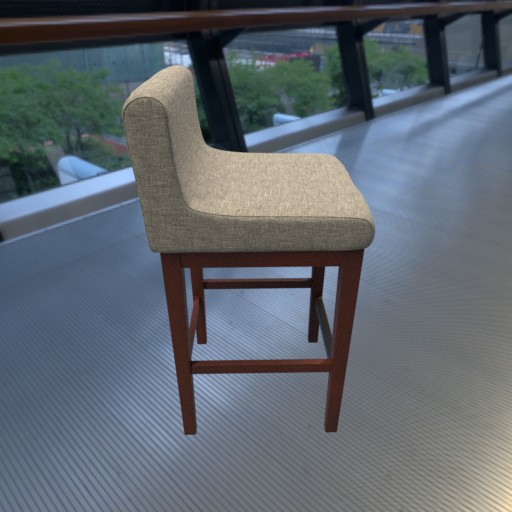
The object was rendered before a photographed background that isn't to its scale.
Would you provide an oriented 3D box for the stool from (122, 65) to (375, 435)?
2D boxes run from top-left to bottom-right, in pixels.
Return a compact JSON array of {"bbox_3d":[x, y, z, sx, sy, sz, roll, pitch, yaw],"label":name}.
[{"bbox_3d":[0.000,0.000,1.091,0.459,0.835,0.417,-1,29,-1],"label":"stool"}]
